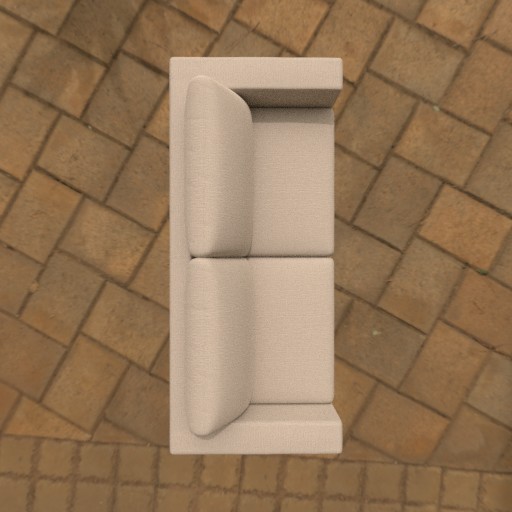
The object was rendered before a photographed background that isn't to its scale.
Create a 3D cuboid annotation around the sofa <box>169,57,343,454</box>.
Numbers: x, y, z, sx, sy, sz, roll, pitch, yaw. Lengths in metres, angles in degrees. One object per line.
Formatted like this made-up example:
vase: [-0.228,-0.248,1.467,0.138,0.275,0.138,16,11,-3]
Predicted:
sofa: [0.000,0.000,2.585,0.954,0.881,2.163,0,90,-1]
